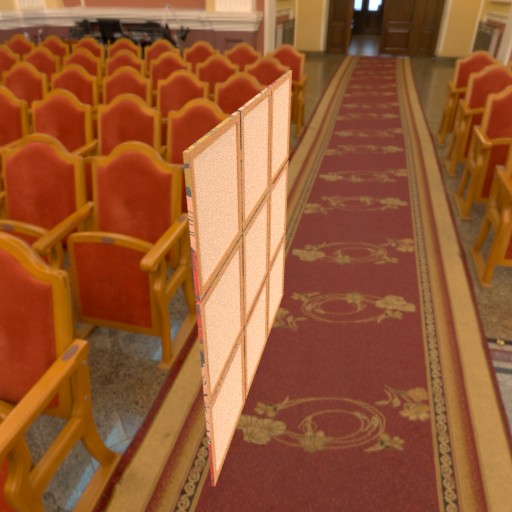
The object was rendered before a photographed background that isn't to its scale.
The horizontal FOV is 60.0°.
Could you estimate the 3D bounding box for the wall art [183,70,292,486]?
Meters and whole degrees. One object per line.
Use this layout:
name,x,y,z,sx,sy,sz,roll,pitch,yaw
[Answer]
wall art,0.000,0.000,1.772,0.013,1.218,1.206,8,32,13
